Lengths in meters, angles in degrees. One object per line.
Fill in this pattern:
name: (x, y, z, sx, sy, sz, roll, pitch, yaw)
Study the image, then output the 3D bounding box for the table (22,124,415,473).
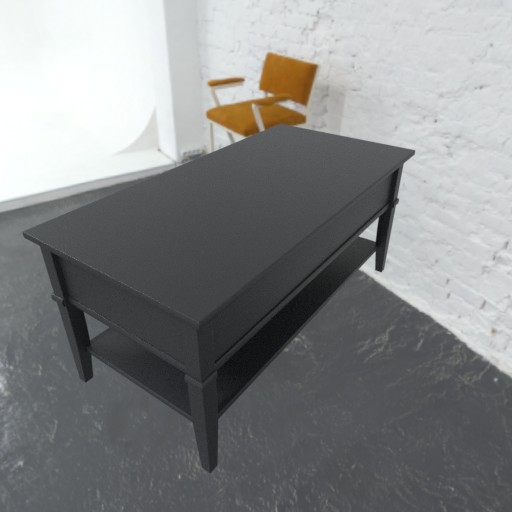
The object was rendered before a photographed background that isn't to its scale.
table: (0.000, 0.000, 1.333, 0.523, 0.470, 1.044, 21, 38, 30)
